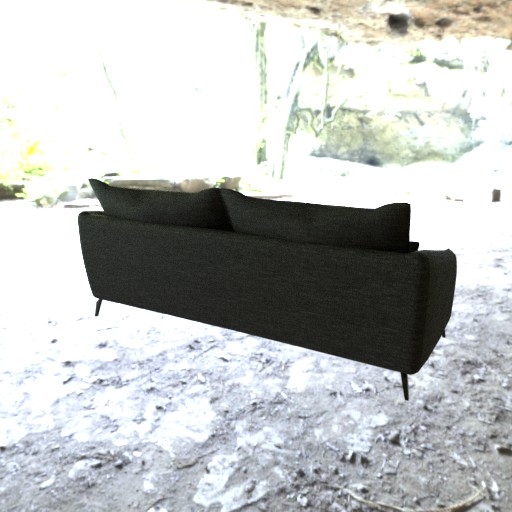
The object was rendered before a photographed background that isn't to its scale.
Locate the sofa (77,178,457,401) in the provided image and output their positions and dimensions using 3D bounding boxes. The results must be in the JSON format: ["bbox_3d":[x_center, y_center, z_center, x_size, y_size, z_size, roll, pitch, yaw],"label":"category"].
[{"bbox_3d":[0.000,0.000,2.464,2.019,0.843,0.807,9,19,27],"label":"sofa"}]
